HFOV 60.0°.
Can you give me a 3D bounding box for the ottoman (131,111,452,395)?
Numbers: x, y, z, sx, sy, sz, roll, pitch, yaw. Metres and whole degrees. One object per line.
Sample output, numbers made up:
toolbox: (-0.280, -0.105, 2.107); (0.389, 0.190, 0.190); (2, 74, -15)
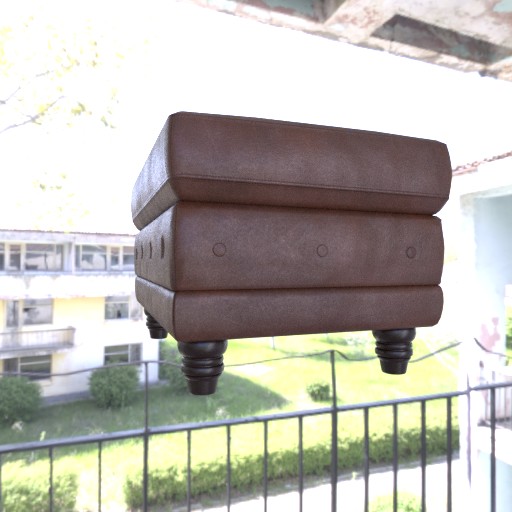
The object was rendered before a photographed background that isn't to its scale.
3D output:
ottoman: (0.000, 0.000, 1.174); (0.588, 0.509, 0.795); (0, -1, -20)
